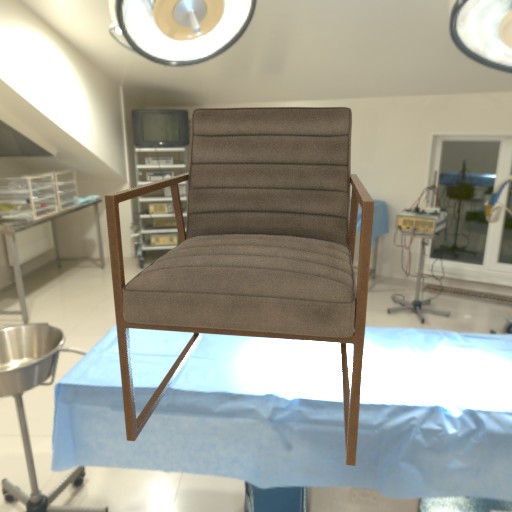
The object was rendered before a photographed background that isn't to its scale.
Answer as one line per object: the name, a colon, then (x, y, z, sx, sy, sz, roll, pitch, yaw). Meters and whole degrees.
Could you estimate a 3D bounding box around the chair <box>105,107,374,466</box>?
chair: (0.000, 0.000, 1.276, 0.578, 0.843, 0.682, 2, 16, 9)
